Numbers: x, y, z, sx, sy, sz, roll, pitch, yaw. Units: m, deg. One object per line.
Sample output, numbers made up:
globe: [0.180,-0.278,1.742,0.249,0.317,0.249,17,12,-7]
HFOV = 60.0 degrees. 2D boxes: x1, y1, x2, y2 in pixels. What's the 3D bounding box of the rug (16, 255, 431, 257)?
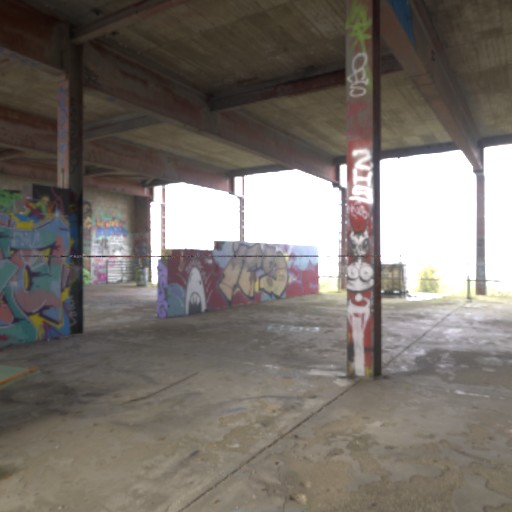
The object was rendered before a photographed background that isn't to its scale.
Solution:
rug: [0.000,0.000,2.582,2.362,0.008,0.832,0,0,-38]
